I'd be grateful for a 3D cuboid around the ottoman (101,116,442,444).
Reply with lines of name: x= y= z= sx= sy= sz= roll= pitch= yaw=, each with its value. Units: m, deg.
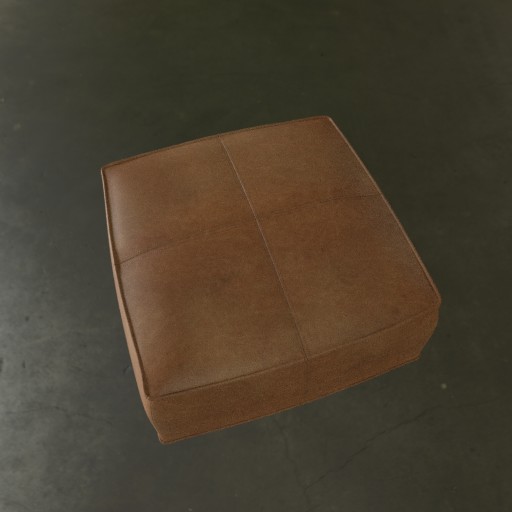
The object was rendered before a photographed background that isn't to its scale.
ottoman: x=0.000 y=0.000 z=1.431 sx=0.902 sy=0.395 sz=0.901 roll=-15 pitch=59 yaw=-9
